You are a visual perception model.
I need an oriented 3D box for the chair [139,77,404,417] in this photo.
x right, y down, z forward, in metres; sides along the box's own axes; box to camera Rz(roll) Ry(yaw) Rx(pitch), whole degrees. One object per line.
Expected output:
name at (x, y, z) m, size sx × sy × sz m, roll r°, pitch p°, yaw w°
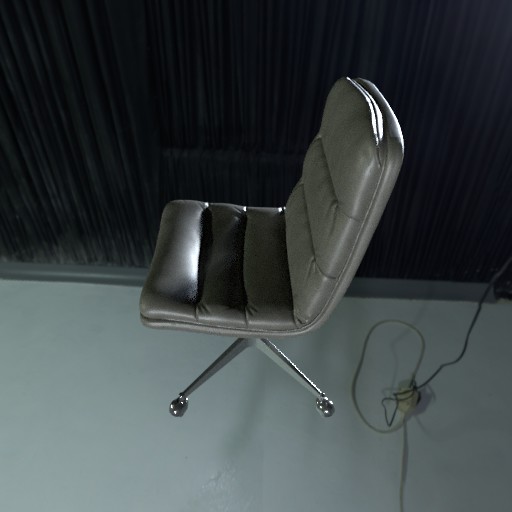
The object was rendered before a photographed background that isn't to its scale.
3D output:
chair at (0.000, 0.000, 1.035) m, size 0.485 × 0.738 × 0.422 m, roll 0°, pitch 41°, yaw 0°
